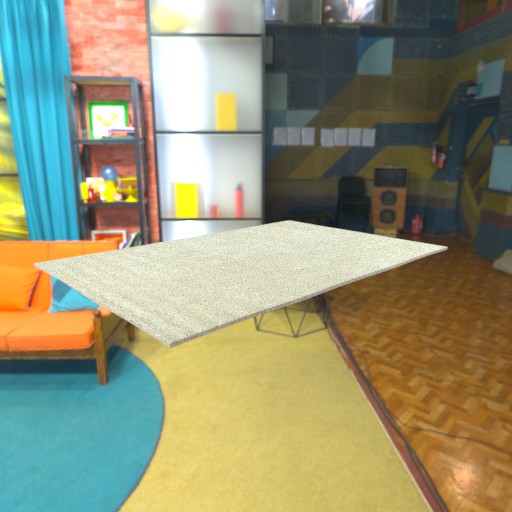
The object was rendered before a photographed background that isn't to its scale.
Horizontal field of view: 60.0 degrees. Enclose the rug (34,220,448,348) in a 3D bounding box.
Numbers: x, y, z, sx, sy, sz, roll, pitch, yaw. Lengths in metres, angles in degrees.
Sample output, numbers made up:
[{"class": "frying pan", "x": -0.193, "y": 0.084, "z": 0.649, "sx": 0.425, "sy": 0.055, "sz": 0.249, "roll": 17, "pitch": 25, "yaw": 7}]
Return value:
[{"class": "rug", "x": 0.000, "y": 0.000, "z": 3.448, "sx": 2.699, "sy": 0.025, "sz": 1.800, "roll": -13, "pitch": 19, "yaw": -41}]
